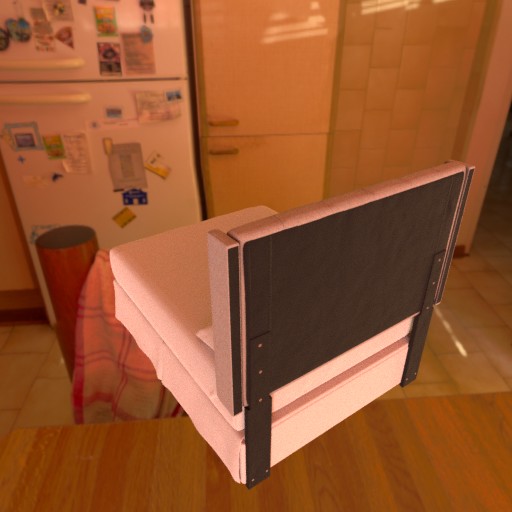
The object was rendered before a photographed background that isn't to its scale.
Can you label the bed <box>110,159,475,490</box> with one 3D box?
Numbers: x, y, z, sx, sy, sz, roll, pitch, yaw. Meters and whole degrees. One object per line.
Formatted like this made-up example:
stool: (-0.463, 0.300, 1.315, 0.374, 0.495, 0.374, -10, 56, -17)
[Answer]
bed: (0.000, 0.000, 3.287, 1.719, 1.665, 2.066, -19, 35, -30)
